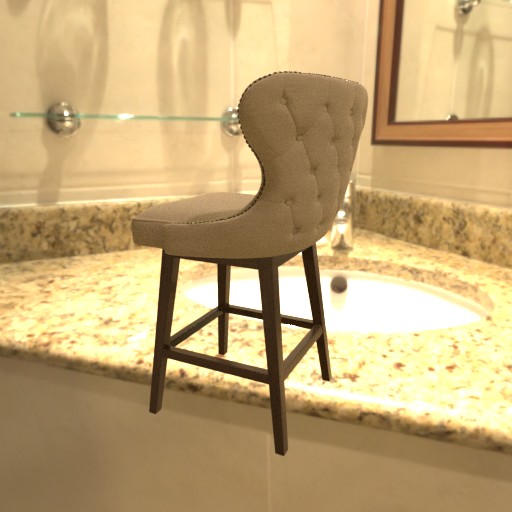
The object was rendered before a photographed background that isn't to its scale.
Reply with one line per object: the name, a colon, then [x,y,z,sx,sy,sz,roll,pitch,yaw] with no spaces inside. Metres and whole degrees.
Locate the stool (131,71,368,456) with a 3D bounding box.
stool: [0.000,0.000,1.350,0.597,0.972,0.615,7,17,25]
